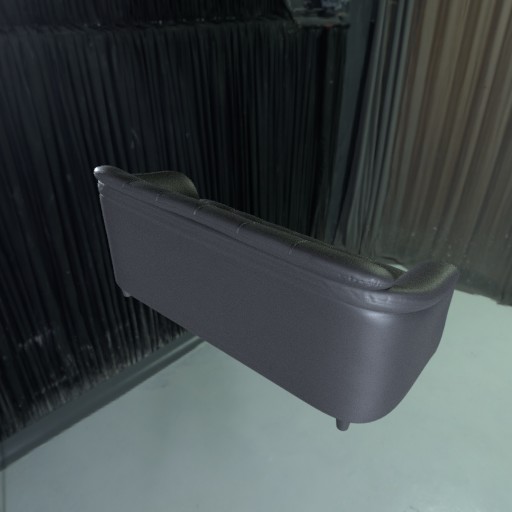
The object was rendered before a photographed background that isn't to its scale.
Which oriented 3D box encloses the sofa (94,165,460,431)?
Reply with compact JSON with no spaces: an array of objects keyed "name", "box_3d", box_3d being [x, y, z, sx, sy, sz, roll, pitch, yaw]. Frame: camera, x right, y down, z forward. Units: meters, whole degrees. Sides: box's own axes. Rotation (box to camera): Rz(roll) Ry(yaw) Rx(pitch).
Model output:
[{"name":"sofa","box_3d":[0.000,0.000,2.254,1.829,0.811,0.800,23,38,33]}]
